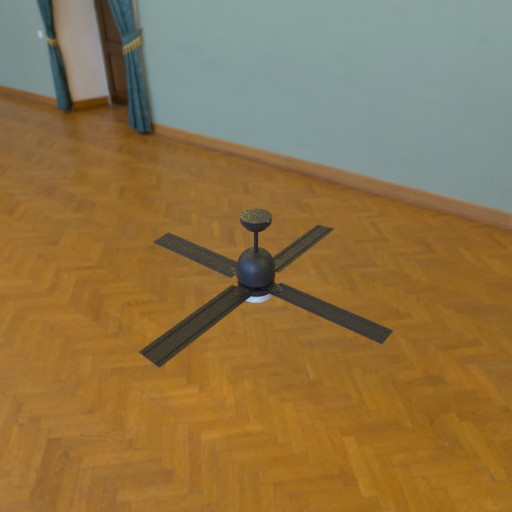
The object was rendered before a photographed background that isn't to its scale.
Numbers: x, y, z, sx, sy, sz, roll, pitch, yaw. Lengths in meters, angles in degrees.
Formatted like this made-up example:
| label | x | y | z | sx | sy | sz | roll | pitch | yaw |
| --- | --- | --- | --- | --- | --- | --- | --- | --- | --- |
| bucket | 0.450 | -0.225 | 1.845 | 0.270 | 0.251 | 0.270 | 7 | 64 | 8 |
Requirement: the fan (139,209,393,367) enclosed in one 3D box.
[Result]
| label | x | y | z | sx | sy | sz | roll | pitch | yaw |
| --- | --- | --- | --- | --- | --- | --- | --- | --- | --- |
| fan | 0.000 | 0.000 | 2.029 | 1.319 | 0.410 | 1.319 | 21 | 38 | 30 |
